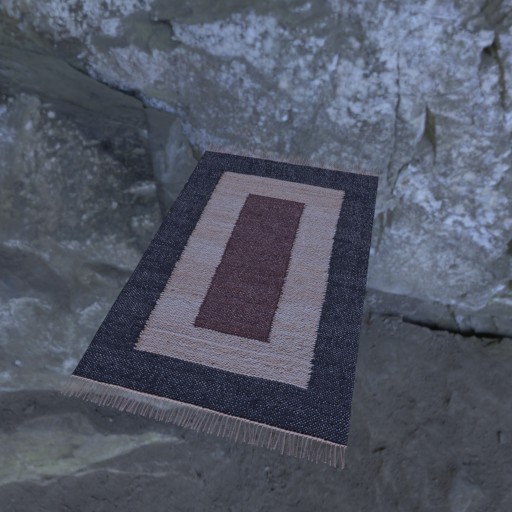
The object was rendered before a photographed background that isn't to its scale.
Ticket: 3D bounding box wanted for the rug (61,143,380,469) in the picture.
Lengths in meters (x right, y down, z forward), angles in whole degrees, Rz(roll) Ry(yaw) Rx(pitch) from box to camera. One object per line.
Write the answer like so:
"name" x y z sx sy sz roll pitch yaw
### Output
"rug" 0.000 0.000 2.465 1.224 0.027 2.021 11 48 10
